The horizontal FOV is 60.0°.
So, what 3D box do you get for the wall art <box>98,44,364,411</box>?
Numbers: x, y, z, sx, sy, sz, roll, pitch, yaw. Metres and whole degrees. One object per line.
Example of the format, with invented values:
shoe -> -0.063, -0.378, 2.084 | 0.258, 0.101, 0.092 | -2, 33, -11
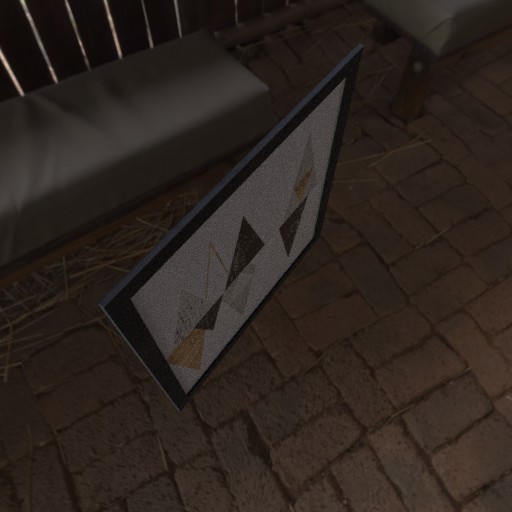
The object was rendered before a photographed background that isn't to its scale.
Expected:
wall art -> 0.000, 0.000, 1.223 | 0.013, 0.823, 0.823 | 33, 65, 17
